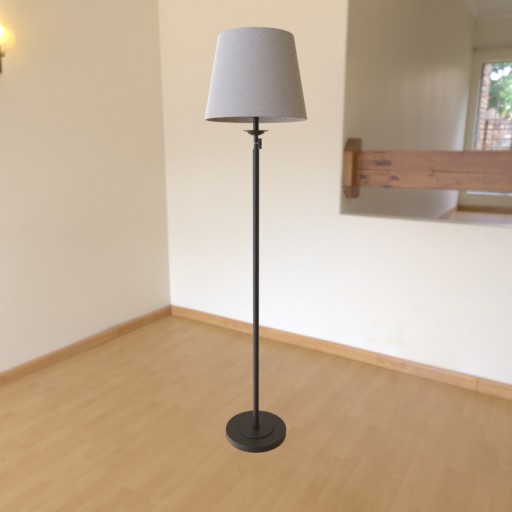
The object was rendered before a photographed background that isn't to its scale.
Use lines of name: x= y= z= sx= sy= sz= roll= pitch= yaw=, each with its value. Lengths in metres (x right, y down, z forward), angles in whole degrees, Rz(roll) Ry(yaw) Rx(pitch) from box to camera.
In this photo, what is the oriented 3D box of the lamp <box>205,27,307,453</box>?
lamp: x=0.000 y=0.000 z=1.621 sx=0.348 sy=1.473 sz=0.348 roll=2 pitch=14 yaw=8
